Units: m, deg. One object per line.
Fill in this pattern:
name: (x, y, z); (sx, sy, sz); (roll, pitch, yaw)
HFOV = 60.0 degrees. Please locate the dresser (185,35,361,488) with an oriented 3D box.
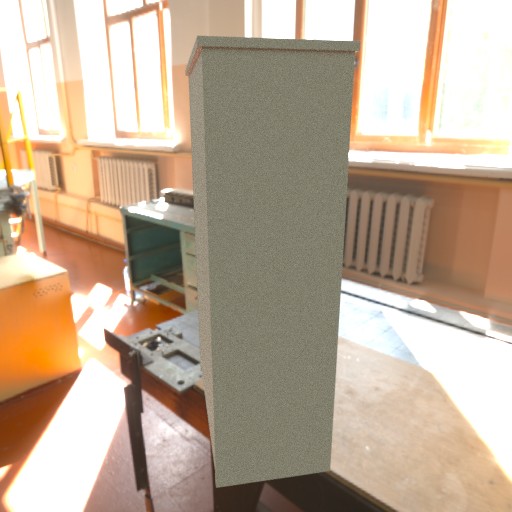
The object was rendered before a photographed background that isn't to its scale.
dresser: (0.000, 0.000, 1.531); (0.399, 1.255, 0.704); (-3, 17, -10)
